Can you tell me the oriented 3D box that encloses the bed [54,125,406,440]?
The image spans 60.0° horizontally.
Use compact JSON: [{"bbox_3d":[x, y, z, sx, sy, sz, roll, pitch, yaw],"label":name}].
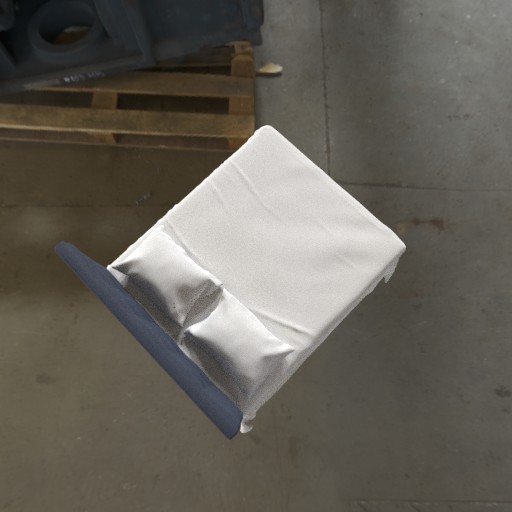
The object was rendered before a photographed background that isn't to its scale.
[{"bbox_3d":[0.000,0.000,3.612,1.936,1.577,2.222,44,79,10],"label":"bed"}]
